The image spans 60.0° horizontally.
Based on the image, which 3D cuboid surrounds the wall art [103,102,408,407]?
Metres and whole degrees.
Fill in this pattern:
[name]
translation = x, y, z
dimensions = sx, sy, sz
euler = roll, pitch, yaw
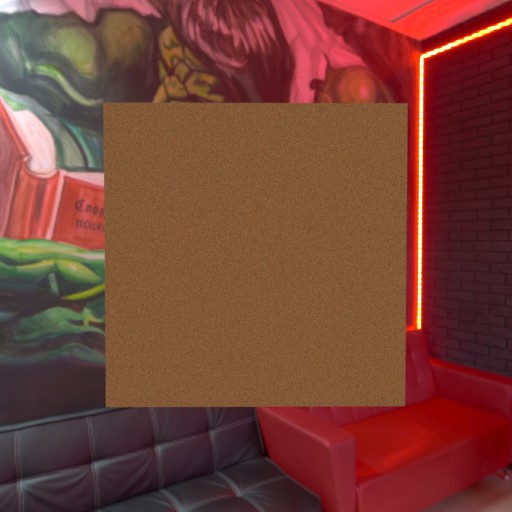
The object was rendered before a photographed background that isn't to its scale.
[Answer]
[wall art]
translation = 0.000, 0.000, 0.598
dimensions = 0.404, 0.406, 0.010
euler = 0, 1, -1
